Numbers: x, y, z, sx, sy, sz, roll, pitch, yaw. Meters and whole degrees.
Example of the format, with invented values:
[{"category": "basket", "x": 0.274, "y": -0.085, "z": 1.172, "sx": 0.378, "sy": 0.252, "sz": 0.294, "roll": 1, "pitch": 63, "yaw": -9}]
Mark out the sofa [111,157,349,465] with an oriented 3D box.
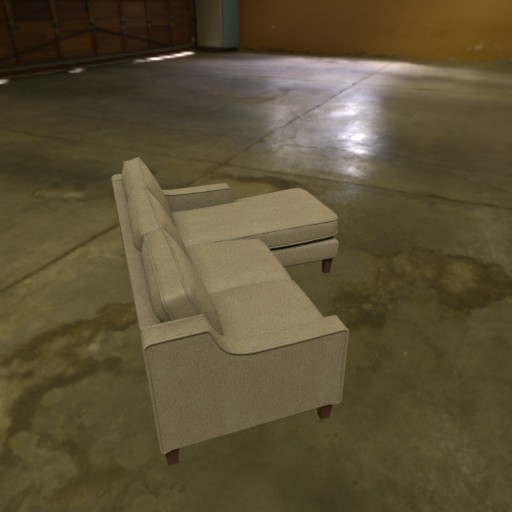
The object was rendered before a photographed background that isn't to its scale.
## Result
[{"category": "sofa", "x": 0.000, "y": 0.000, "z": 3.287, "sx": 1.858, "sy": 1.081, "sz": 2.317, "roll": -10, "pitch": 31, "yaw": -17}]
